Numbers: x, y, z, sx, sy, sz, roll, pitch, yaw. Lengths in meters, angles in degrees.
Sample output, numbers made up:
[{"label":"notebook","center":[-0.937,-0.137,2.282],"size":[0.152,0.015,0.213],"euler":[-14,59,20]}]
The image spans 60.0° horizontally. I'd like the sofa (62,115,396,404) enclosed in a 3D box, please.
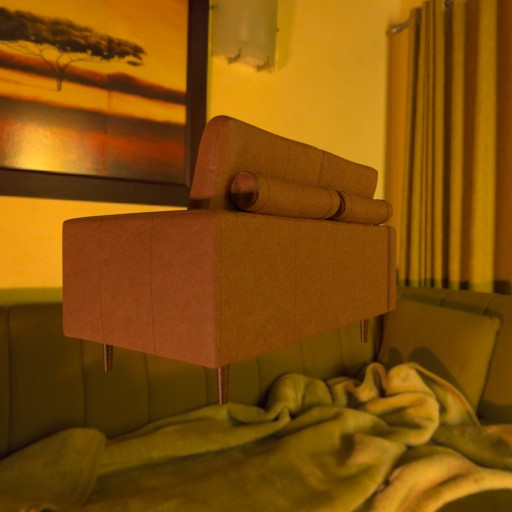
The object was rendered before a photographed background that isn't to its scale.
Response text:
[{"label":"sofa","center":[0.000,0.000,1.998],"size":[0.868,0.898,1.430],"euler":[1,2,37]}]
